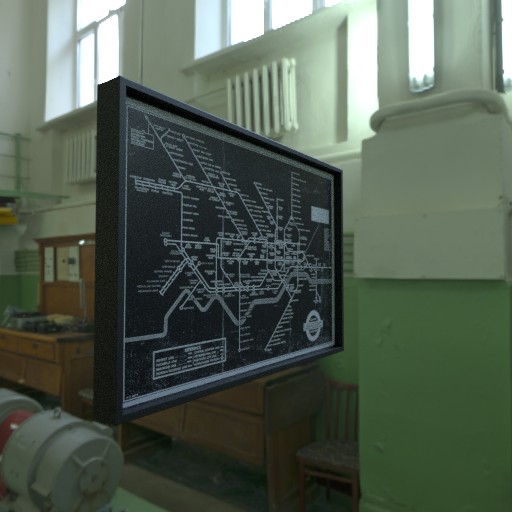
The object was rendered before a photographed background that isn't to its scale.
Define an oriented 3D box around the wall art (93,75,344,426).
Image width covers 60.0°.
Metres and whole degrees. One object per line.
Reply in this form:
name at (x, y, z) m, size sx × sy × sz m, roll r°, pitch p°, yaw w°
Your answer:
wall art at (0.000, 0.000, 0.859) m, size 0.051 × 0.456 × 0.671 m, roll -1°, pitch -3°, yaw 36°
